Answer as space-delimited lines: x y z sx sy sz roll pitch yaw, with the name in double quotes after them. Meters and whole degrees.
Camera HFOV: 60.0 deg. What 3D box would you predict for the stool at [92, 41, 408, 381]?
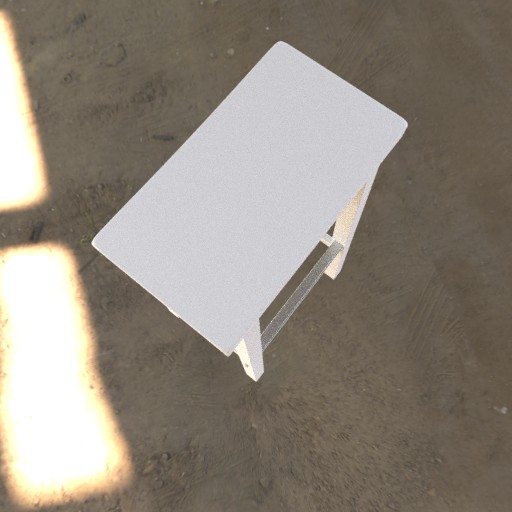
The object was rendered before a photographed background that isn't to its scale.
0.000 0.000 0.951 0.322 0.742 0.406 37 77 10 "stool"
